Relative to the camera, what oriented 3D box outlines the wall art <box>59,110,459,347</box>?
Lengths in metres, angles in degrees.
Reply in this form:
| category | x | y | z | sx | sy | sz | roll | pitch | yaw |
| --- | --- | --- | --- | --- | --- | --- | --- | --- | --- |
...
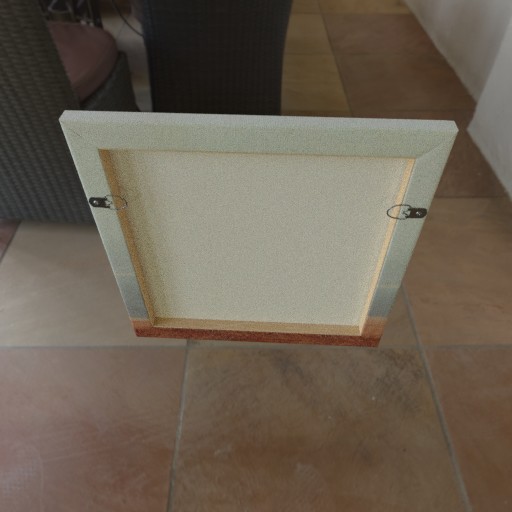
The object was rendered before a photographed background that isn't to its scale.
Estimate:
| category | x | y | z | sx | sy | sz | roll | pitch | yaw |
| --- | --- | --- | --- | --- | --- | --- | --- | --- | --- |
| wall art | 0.000 | 0.000 | 0.601 | 0.405 | 0.405 | 0.023 | 2 | 47 | 2 |
